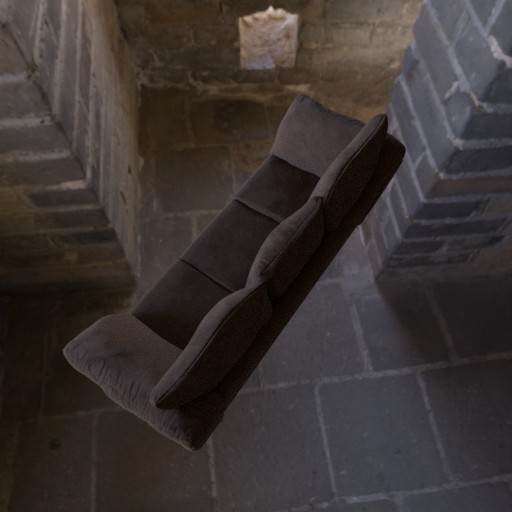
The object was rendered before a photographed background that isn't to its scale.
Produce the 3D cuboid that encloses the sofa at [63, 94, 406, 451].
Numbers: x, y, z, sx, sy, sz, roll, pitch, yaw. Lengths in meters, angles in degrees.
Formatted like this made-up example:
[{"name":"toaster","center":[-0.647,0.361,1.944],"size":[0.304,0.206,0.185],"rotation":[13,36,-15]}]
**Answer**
[{"name":"sofa","center":[0.000,0.000,2.828],"size":[0.878,1.015,2.336],"rotation":[32,66,16]}]
